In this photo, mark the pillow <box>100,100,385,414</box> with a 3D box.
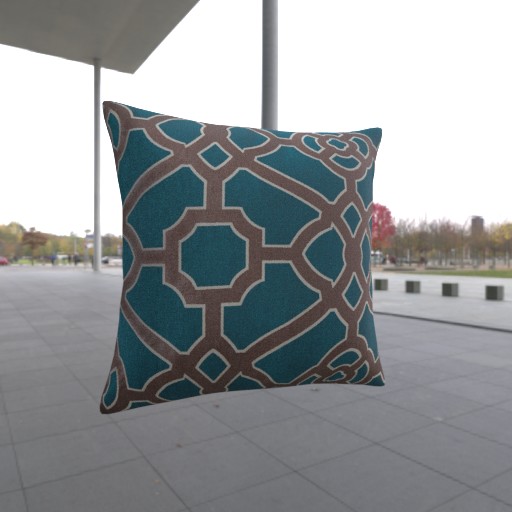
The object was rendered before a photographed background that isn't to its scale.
[{"bbox_3d":[0.000,0.000,0.792,0.526,0.507,0.166,0,0,-18],"label":"pillow"}]
